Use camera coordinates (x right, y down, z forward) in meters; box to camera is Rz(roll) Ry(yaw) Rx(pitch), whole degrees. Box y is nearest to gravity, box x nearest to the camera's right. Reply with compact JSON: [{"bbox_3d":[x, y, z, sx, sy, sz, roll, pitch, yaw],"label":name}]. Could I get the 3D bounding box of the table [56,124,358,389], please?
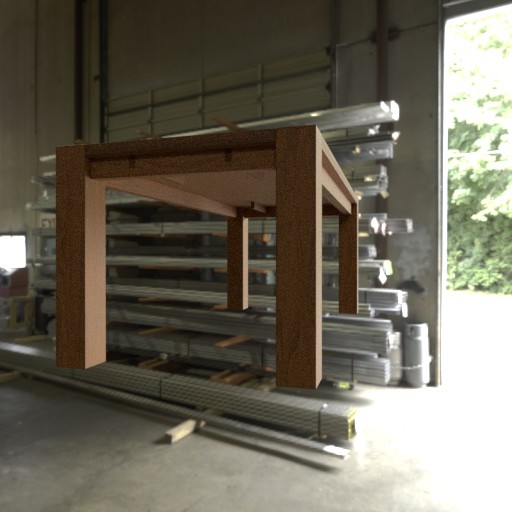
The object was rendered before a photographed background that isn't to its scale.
[{"bbox_3d":[0.000,0.000,2.258,0.900,0.760,1.800,0,0,17],"label":"table"}]
